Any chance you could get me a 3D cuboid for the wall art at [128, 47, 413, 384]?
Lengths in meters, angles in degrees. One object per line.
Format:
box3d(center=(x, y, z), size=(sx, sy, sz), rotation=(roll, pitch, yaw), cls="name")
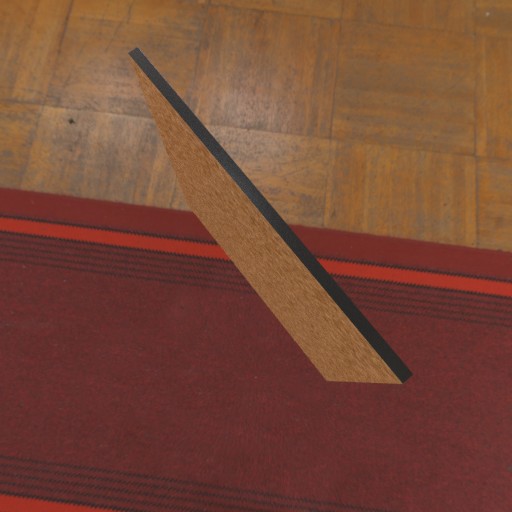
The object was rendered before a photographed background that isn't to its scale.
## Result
box3d(center=(0.000, 0.000, 0.659), size=(0.014, 0.445, 0.446), rotation=(-37, 78, -9), cls="wall art")
